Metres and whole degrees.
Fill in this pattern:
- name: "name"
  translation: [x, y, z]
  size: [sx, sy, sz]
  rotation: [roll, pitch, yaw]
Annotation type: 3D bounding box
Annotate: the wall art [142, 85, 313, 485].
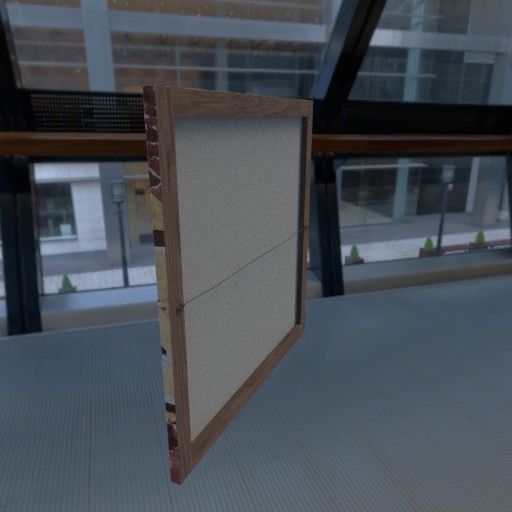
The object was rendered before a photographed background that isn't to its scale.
- name: "wall art"
  translation: [0.000, 0.000, 1.118]
  size: [0.028, 0.762, 0.757]
  rotation: [8, 19, 24]
